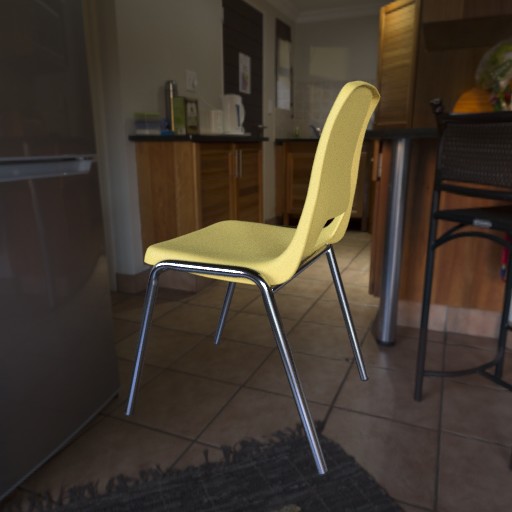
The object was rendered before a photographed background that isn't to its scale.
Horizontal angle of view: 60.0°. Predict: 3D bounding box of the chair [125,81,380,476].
[{"bbox_3d":[0.000,0.000,0.917,0.436,0.653,0.381,7,17,25],"label":"chair"}]
